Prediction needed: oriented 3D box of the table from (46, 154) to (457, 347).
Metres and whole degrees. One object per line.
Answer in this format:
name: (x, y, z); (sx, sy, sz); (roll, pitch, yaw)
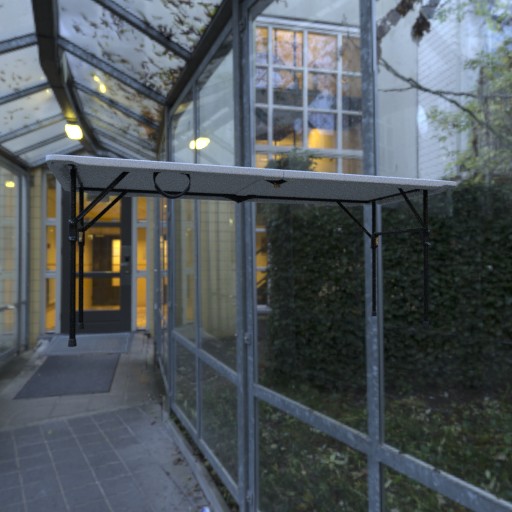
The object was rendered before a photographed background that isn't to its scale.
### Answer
table: (0.000, 0.000, 2.214); (1.829, 0.719, 0.761); (0, -1, -18)
